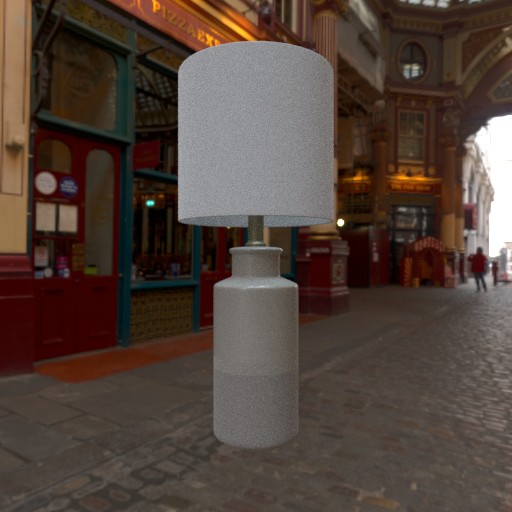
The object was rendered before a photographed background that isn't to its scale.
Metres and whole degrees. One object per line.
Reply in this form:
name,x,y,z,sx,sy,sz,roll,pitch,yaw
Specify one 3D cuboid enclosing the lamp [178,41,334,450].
lamp,0.000,0.000,0.613,0.212,0.493,0.212,0,0,33
